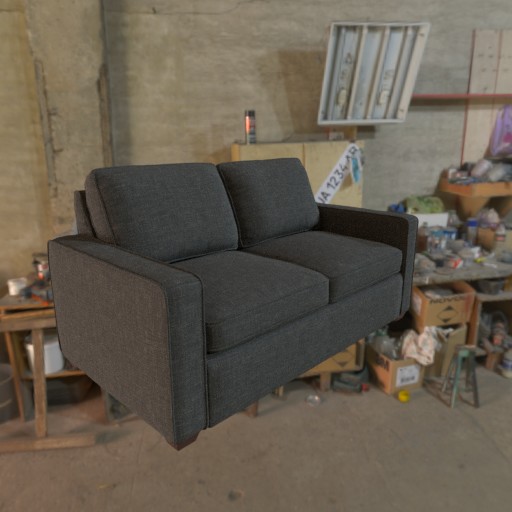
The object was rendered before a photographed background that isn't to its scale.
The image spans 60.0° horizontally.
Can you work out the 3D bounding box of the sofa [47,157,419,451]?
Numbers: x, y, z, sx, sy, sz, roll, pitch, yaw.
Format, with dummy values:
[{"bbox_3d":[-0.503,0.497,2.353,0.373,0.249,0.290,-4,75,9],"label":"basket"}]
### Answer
[{"bbox_3d":[0.000,0.000,2.236,0.947,0.918,1.709,15,21,43],"label":"sofa"}]
